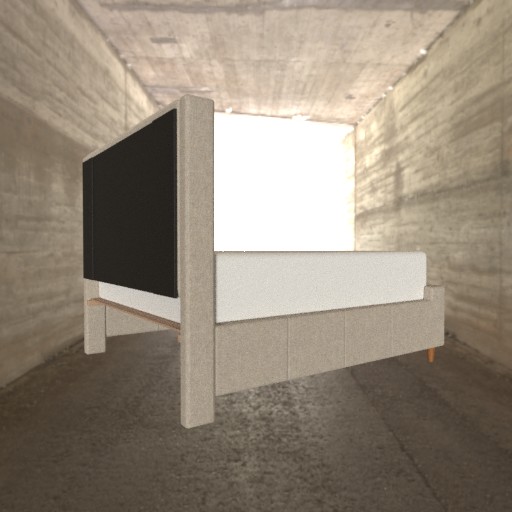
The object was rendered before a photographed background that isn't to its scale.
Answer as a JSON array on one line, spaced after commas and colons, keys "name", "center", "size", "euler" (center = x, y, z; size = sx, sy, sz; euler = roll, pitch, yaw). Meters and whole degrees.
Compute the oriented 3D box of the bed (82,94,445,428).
[{"name": "bed", "center": [0.000, 0.000, 3.782], "size": [2.370, 1.743, 2.045], "euler": [-1, 1, -35]}]
